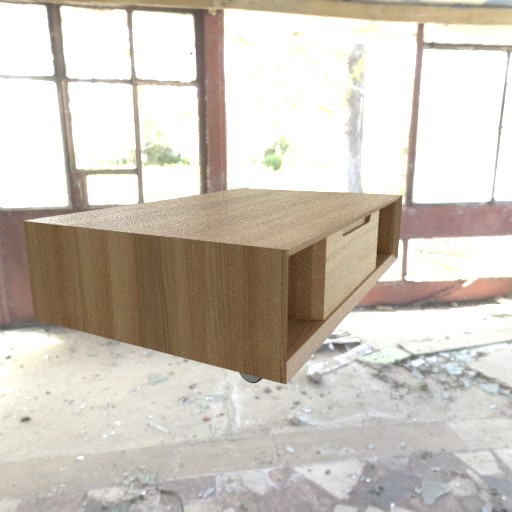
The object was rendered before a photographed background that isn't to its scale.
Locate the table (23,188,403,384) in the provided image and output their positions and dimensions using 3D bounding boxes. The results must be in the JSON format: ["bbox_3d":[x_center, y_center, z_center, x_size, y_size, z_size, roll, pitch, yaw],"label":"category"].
[{"bbox_3d":[0.000,0.000,1.427,0.700,0.330,1.100,7,15,27],"label":"table"}]
